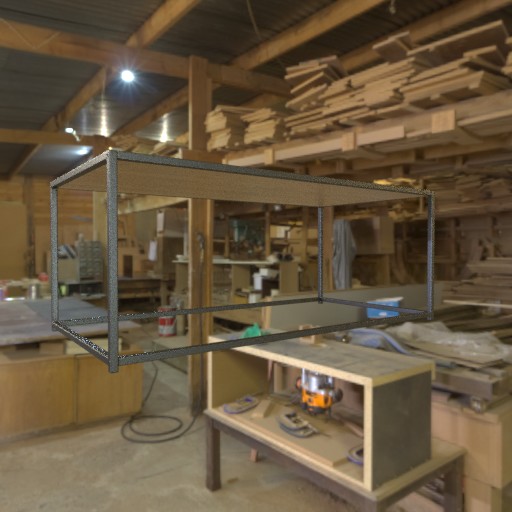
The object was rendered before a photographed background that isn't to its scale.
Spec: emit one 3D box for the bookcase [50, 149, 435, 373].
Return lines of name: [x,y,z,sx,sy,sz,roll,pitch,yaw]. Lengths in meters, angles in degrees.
bookcase: [0.000,0.000,1.281,1.000,0.400,0.500,-1,1,-36]
